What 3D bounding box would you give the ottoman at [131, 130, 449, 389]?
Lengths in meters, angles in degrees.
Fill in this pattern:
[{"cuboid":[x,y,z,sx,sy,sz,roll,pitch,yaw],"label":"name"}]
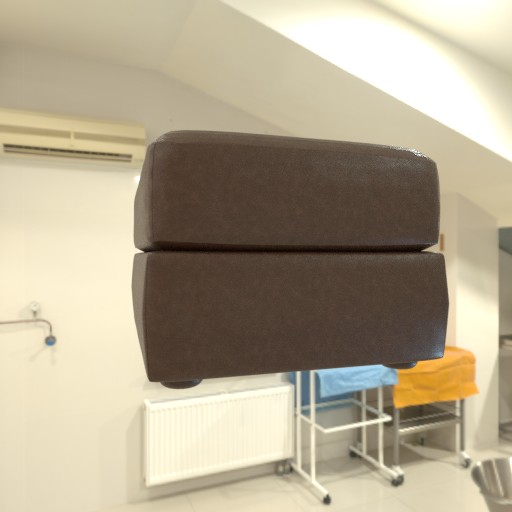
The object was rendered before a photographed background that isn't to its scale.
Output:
[{"cuboid":[0.000,0.000,1.144,0.603,0.476,0.751,0,0,-17],"label":"ottoman"}]
